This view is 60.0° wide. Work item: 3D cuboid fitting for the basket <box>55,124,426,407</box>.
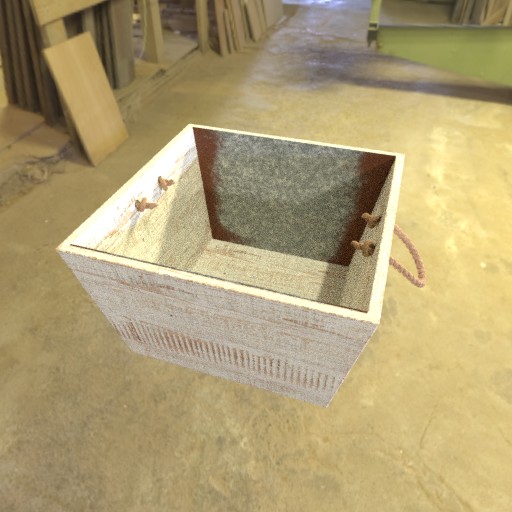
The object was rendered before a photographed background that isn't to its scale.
[{"bbox_3d":[0.000,0.000,0.754,0.545,0.247,0.413,12,41,14],"label":"basket"}]
